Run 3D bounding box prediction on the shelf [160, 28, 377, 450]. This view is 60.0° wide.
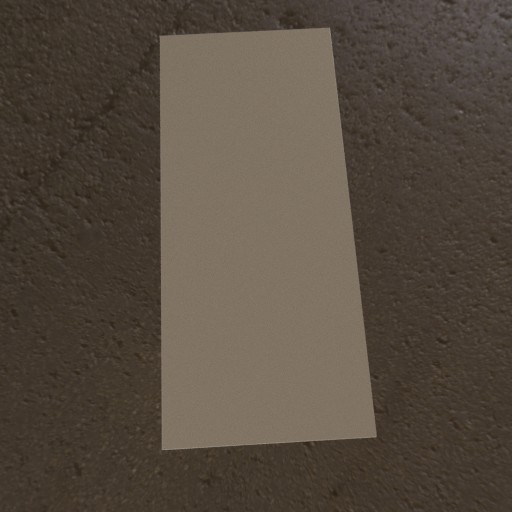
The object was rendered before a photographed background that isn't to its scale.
[{"bbox_3d":[0.000,0.000,1.278,0.396,0.732,0.895,-3,76,-1],"label":"shelf"}]
